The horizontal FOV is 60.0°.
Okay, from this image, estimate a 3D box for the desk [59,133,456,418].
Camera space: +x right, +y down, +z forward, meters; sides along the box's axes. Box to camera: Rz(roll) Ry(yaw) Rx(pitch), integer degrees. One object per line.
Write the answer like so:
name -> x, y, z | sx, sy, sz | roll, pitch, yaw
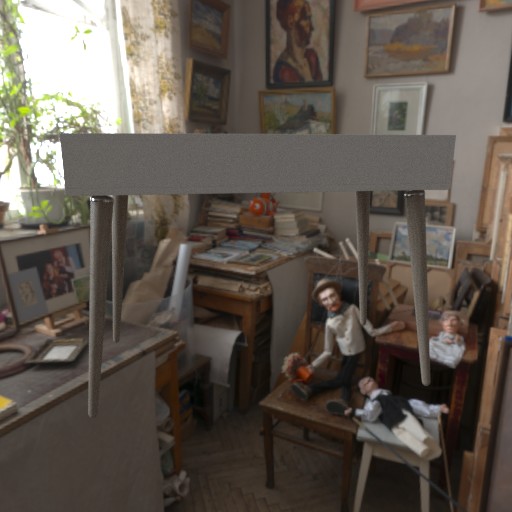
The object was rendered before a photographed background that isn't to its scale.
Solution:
desk -> 0.000, 0.000, 1.387 | 0.979, 0.723, 0.491 | -2, 14, -9
